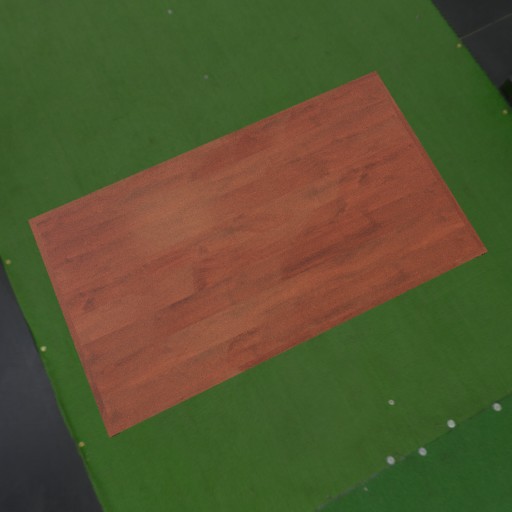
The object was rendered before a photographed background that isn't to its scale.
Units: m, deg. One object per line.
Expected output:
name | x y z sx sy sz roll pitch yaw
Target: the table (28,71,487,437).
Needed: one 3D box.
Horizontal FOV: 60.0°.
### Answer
table | 0.000 0.000 1.402 1.067 0.457 0.610 -25 78 -6
